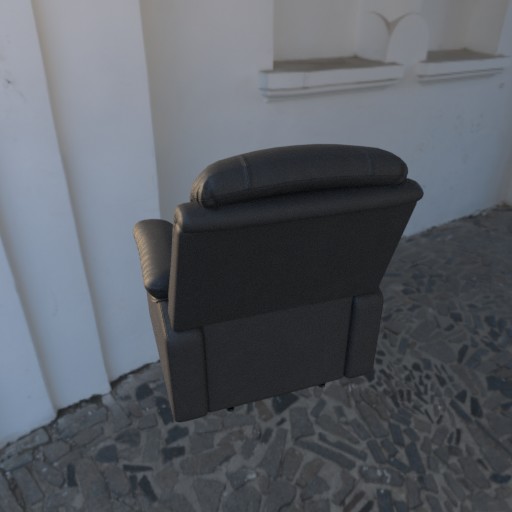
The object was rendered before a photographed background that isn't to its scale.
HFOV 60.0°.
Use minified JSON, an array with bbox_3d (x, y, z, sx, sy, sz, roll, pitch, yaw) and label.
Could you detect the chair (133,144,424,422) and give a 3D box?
[{"bbox_3d":[0.000,0.000,1.683,0.855,0.992,0.919,-9,29,-17],"label":"chair"}]
